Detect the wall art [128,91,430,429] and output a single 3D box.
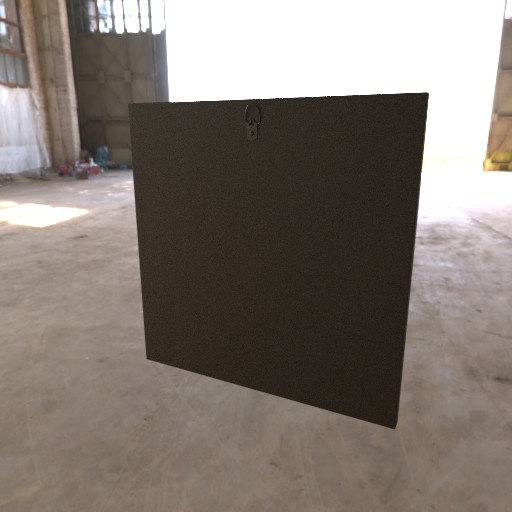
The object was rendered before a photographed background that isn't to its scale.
[{"bbox_3d":[0.000,0.000,1.203,0.805,0.807,0.043,8,17,26],"label":"wall art"}]
